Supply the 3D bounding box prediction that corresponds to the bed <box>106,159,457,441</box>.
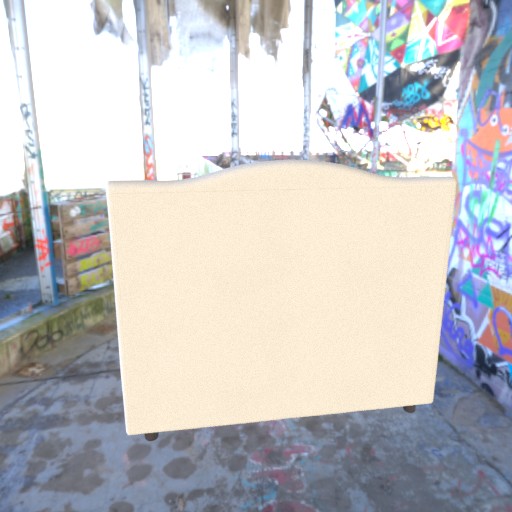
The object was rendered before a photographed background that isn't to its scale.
[{"bbox_3d":[0.000,0.000,3.156,1.678,1.398,2.052,-2,14,-10],"label":"bed"}]
